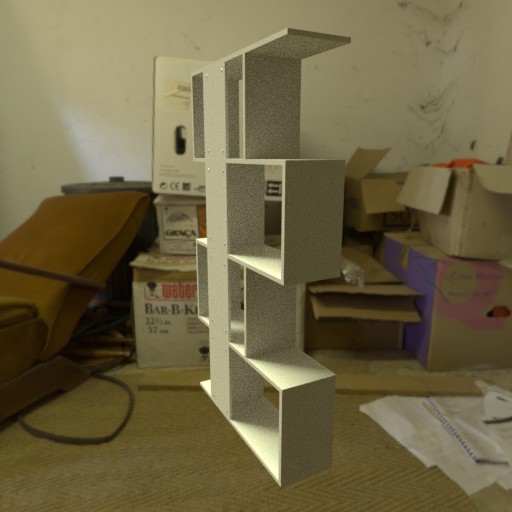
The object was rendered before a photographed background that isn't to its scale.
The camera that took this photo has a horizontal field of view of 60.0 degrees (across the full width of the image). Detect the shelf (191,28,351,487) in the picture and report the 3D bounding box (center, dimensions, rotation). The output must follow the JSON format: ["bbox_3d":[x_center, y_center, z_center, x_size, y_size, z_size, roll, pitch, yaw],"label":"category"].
[{"bbox_3d":[0.000,0.000,1.990,0.250,1.650,0.890,-7,15,-27],"label":"shelf"}]
